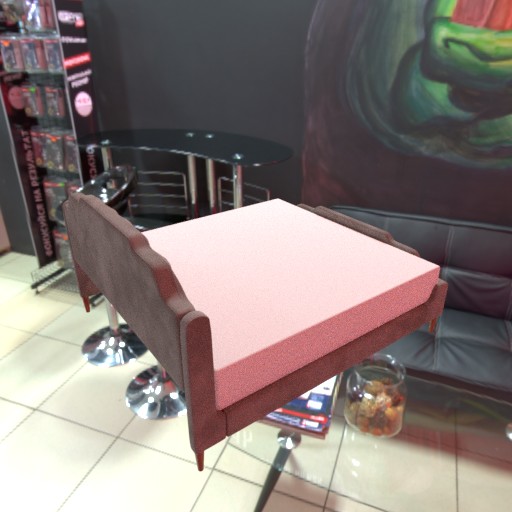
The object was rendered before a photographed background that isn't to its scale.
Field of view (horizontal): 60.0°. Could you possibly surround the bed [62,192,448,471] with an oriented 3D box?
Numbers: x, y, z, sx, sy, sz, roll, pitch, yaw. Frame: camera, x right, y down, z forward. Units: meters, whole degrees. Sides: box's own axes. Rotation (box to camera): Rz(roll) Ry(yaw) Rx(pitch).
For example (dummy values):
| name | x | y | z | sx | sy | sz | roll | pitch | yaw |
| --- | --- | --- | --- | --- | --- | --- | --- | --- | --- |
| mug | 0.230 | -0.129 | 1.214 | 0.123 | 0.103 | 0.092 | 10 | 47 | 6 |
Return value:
| name | x | y | z | sx | sy | sz | roll | pitch | yaw |
| --- | --- | --- | --- | --- | --- | --- | --- | --- | --- |
| bed | 0.000 | 0.000 | 3.570 | 2.340 | 1.245 | 2.074 | -18 | 32 | -32 |
